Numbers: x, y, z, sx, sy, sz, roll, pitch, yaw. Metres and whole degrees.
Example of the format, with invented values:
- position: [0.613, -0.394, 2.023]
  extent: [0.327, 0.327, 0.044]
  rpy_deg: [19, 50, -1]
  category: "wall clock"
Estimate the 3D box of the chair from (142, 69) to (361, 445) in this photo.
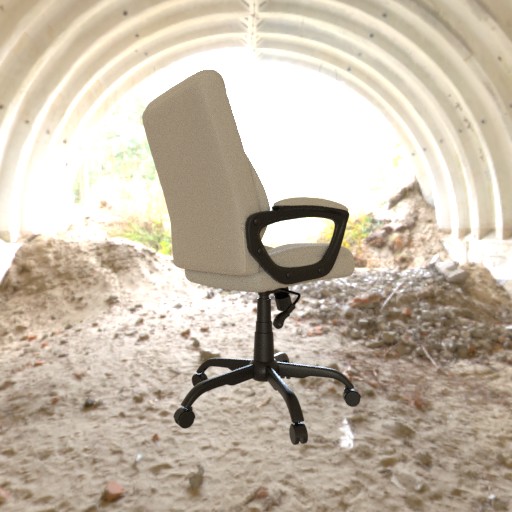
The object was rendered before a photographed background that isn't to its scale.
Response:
- position: [0.000, 0.000, 1.541]
  extent: [0.669, 1.065, 0.663]
  rpy_deg: [-2, 3, -36]
  category: "chair"
